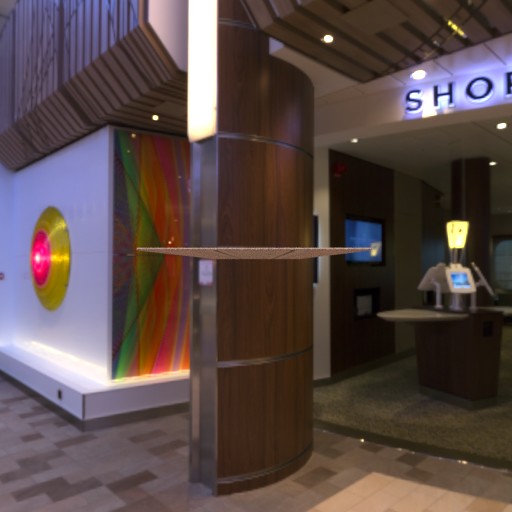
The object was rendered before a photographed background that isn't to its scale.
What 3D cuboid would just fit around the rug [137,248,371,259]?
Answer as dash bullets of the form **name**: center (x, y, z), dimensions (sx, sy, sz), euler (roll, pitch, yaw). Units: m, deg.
- **rug**: center (0.000, 0.000, 2.657), dimensions (0.762, 0.008, 2.439), euler (0, -1, 0)
